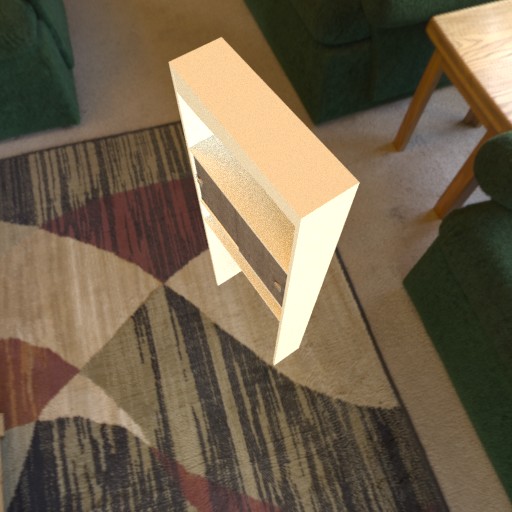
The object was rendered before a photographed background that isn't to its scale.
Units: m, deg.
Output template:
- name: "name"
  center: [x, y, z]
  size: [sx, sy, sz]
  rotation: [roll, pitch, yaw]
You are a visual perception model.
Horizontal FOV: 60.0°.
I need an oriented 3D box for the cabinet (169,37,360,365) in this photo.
- name: "cabinet"
  center: [0.000, 0.000, 2.011]
  size: [0.192, 1.770, 0.643]
  rotation: [-32, 69, -14]
